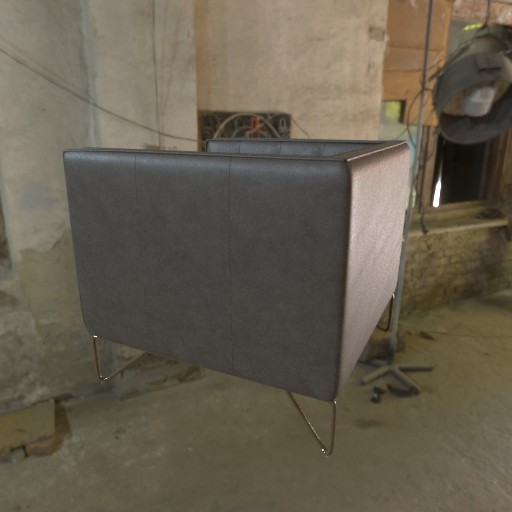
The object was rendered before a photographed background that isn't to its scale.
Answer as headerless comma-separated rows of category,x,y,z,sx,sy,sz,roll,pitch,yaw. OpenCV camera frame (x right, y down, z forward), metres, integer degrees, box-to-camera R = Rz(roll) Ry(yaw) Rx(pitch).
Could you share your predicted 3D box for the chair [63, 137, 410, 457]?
chair,0.000,0.000,1.594,0.894,0.790,0.880,8,19,25
